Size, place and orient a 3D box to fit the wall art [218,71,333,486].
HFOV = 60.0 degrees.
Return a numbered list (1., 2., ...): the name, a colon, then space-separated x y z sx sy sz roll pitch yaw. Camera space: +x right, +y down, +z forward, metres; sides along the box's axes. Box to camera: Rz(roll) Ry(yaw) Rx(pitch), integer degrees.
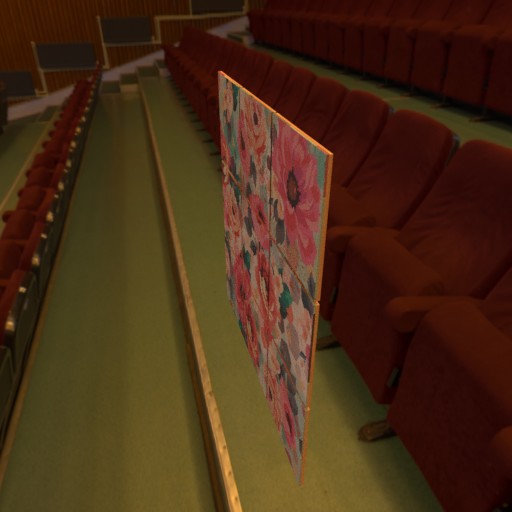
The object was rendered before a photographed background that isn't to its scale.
1. wall art: 0.000 0.000 1.332 0.012 0.910 0.911 -8 32 -13
